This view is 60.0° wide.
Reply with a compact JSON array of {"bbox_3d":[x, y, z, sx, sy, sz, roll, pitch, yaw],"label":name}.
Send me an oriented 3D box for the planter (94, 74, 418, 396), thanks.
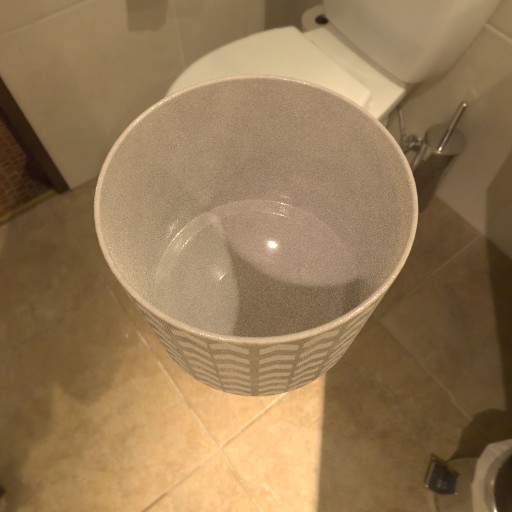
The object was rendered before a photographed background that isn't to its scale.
[{"bbox_3d":[0.000,0.000,0.451,0.250,0.239,0.250,0,63,0],"label":"planter"}]
